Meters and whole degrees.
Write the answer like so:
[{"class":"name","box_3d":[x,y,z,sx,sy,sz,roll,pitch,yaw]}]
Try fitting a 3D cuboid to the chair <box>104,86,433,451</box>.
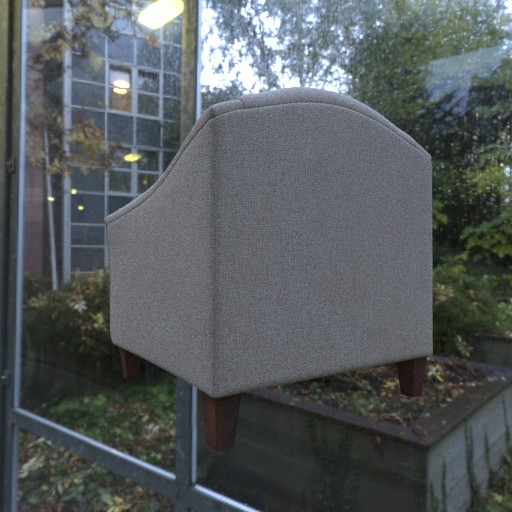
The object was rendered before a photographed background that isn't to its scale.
[{"class":"chair","box_3d":[0.000,0.000,1.424,0.763,0.839,0.787,0,-1,-34]}]
